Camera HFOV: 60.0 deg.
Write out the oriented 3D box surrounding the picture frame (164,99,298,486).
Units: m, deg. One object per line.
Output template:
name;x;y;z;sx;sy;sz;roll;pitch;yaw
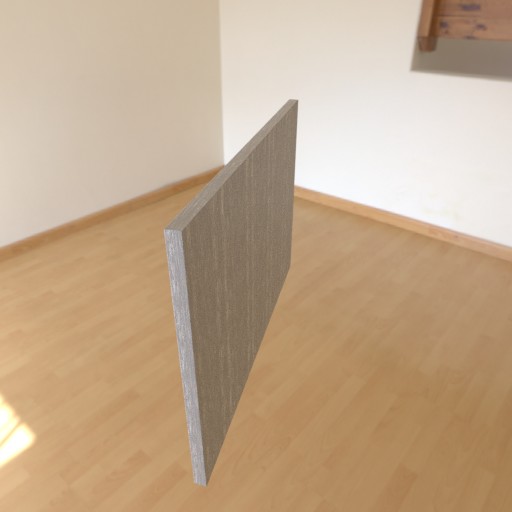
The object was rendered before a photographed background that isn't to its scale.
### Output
picture frame;0.000;0.000;1.217;0.029;0.640;0.950;8;32;13
